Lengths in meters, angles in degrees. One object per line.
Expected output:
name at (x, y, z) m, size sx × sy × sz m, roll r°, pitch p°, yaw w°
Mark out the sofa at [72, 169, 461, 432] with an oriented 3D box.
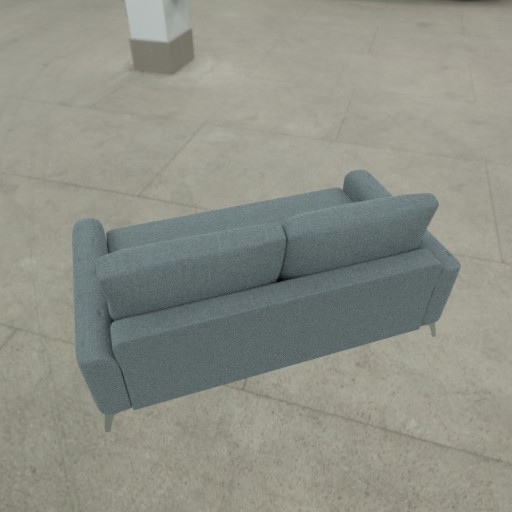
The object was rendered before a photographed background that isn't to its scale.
sofa at (0.000, 0.000, 2.126) m, size 1.650 × 0.790 × 0.920 m, roll -12°, pitch 43°, yaw -14°
